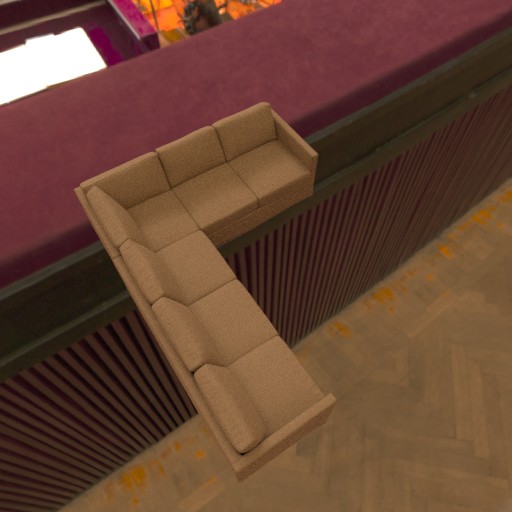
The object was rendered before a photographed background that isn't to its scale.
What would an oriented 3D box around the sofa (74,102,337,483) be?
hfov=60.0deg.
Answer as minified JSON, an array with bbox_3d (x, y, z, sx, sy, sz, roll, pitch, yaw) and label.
[{"bbox_3d":[0.000,0.000,4.404,2.432,0.871,3.182,-29,62,-17],"label":"sofa"}]
